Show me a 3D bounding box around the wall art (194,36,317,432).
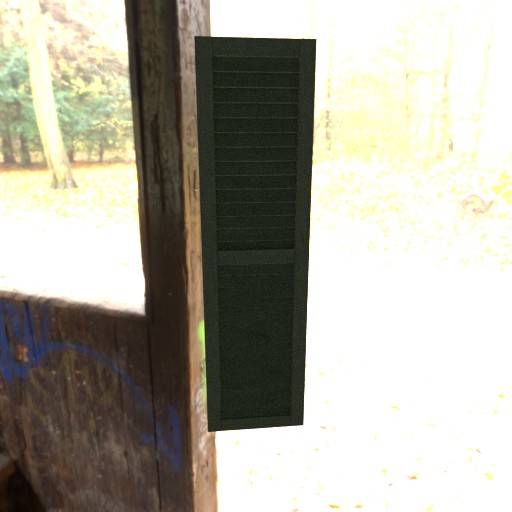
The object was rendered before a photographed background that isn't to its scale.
[{"bbox_3d":[0.000,0.000,1.359,0.329,1.219,0.025,-2,16,-6],"label":"wall art"}]
